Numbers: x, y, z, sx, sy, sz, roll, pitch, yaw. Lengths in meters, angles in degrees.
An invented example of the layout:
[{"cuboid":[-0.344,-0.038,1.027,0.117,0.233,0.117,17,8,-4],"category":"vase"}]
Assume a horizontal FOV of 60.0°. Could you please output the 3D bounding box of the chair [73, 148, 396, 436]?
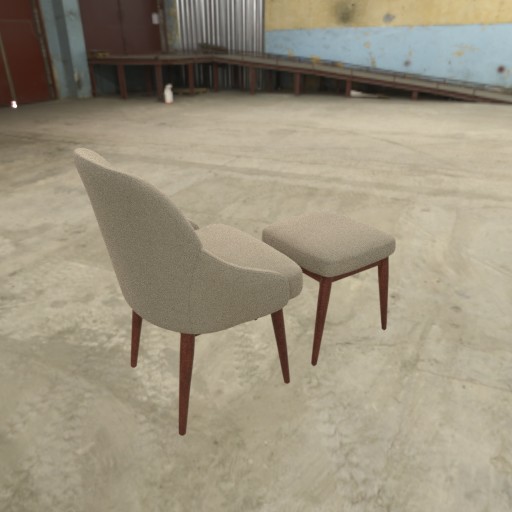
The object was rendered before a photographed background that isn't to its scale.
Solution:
[{"cuboid":[0.000,0.000,1.608,1.114,0.866,0.584,-17,30,-32],"category":"chair"}]
